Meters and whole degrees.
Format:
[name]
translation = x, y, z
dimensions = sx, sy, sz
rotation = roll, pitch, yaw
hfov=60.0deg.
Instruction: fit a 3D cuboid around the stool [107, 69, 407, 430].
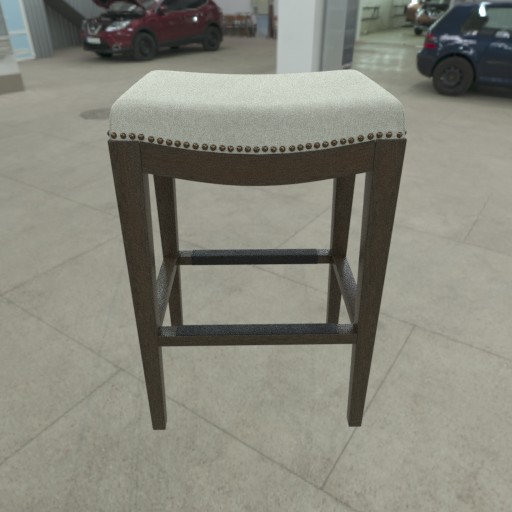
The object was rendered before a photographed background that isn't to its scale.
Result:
[stool]
translation = 0.000, 0.000, 1.020
dimensions = 0.498, 0.759, 0.358
rotation = -1, 31, -1
